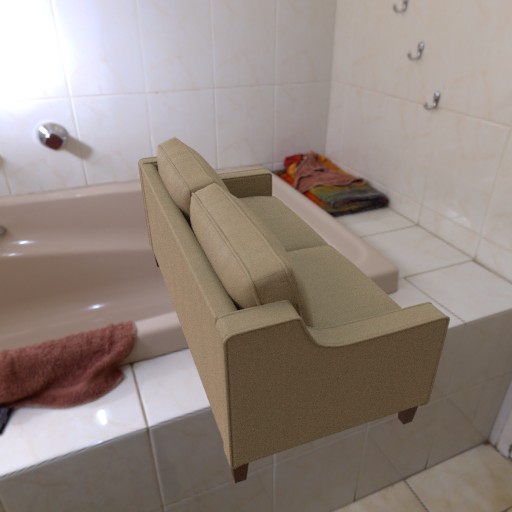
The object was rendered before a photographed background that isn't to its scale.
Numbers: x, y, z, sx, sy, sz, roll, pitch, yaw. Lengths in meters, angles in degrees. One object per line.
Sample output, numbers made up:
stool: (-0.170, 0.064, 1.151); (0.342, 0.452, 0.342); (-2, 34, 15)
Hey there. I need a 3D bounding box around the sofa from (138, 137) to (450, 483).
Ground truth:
sofa: (0.000, 0.000, 2.753); (1.066, 1.071, 2.178); (-11, 31, -18)
